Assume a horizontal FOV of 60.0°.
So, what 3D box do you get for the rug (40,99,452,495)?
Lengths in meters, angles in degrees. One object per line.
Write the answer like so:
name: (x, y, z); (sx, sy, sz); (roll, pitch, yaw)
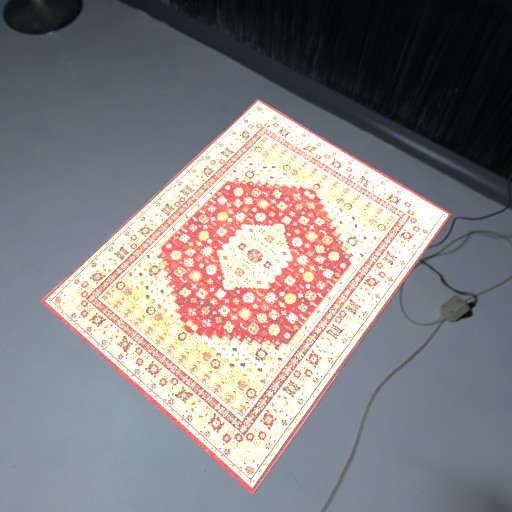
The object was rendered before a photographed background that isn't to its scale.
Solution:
rug: (0.000, 0.000, 4.066); (2.387, 0.013, 3.053); (36, 69, 16)
